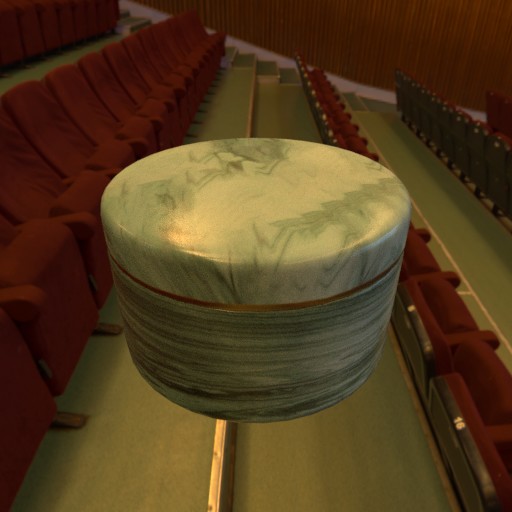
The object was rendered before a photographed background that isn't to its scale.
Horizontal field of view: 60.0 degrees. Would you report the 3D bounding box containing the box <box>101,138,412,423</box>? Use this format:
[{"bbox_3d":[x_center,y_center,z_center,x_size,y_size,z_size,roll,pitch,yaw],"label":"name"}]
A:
[{"bbox_3d":[0.000,0.000,0.164,0.101,0.063,0.101,0,32,0],"label":"box"}]
